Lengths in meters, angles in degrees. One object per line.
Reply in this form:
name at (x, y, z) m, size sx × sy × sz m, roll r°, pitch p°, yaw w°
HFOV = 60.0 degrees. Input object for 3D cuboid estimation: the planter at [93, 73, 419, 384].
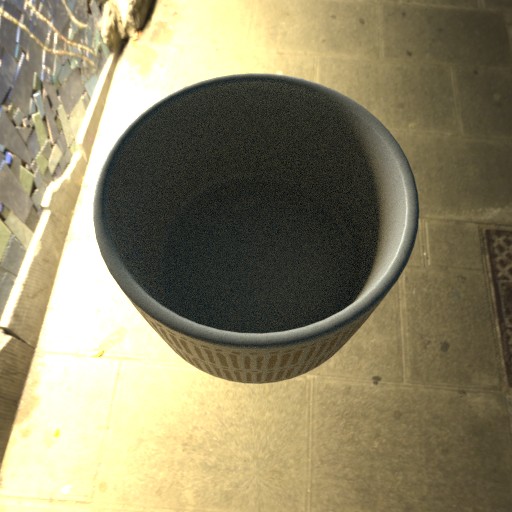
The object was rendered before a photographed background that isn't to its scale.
planter at (0.000, 0.000, 0.568) m, size 0.317 × 0.303 × 0.317 m, roll 0°, pitch 64°, yaw 0°
